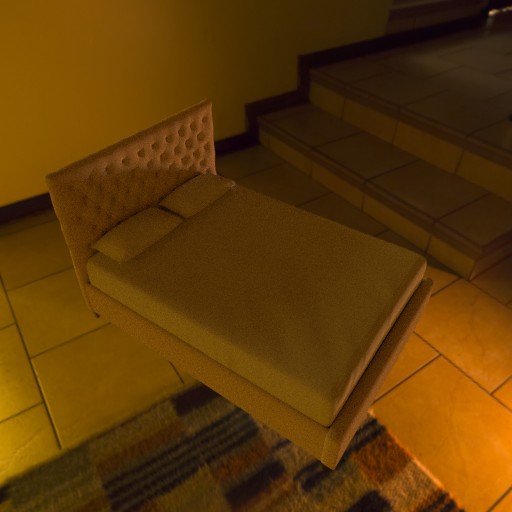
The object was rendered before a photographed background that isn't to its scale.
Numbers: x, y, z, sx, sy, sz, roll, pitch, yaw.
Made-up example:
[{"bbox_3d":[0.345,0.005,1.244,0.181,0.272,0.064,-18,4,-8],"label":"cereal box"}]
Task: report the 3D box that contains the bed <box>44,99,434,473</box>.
[{"bbox_3d":[0.000,0.000,3.424,2.387,1.427,1.698,25,46,26],"label":"bed"}]
